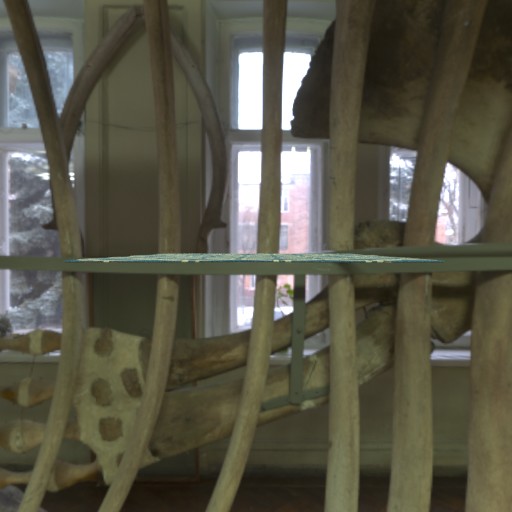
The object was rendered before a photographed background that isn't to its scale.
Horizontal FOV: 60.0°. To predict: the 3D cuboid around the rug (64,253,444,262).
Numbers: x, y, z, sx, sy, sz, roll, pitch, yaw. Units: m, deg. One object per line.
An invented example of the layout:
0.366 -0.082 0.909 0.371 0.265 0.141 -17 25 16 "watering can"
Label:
0.000 0.000 2.813 1.524 0.013 2.135 0 1 0 "rug"
